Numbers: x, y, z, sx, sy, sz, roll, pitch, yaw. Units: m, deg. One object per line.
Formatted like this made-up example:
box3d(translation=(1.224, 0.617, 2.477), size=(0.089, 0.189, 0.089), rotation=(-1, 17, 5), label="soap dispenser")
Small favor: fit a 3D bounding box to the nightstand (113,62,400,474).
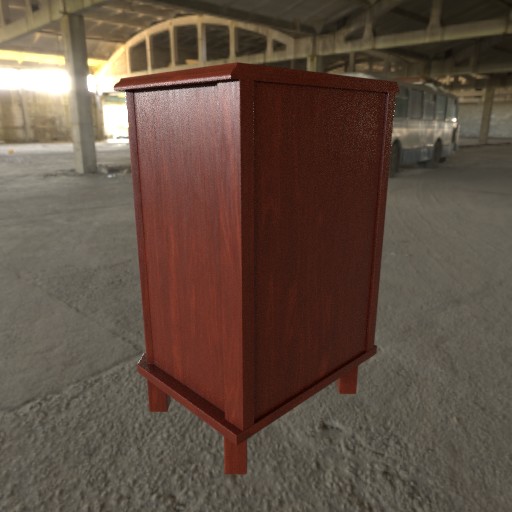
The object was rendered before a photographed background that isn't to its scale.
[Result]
box3d(translation=(0.000, 0.000, 0.924), size=(0.435, 0.681, 0.351), rotation=(-16, 23, -42), label="nightstand")
